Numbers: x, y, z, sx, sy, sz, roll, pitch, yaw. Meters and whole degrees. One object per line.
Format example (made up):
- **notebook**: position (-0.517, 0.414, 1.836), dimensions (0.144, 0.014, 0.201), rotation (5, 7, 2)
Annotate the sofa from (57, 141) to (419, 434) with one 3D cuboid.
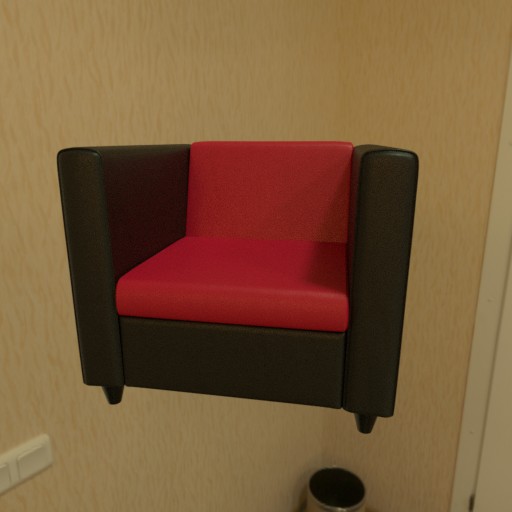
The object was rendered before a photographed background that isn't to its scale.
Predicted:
- **sofa**: position (0.000, 0.000, 1.445), dimensions (0.839, 0.724, 0.809), rotation (3, 15, 10)
